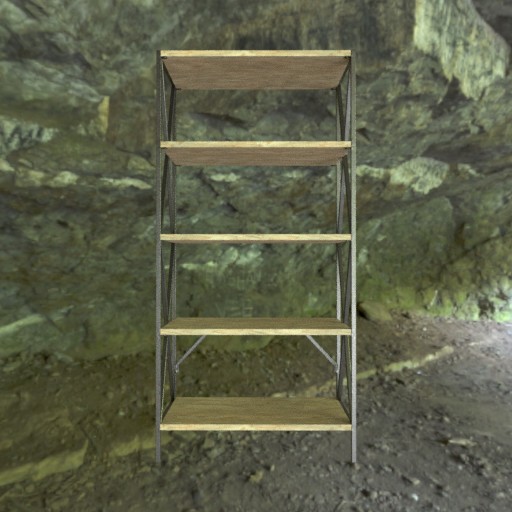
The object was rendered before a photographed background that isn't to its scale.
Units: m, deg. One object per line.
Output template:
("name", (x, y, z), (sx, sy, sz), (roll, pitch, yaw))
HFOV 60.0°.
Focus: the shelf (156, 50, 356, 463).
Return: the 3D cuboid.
("shelf", (0.000, 0.000, 2.130), (0.874, 1.803, 0.386), (0, 0, 0))
